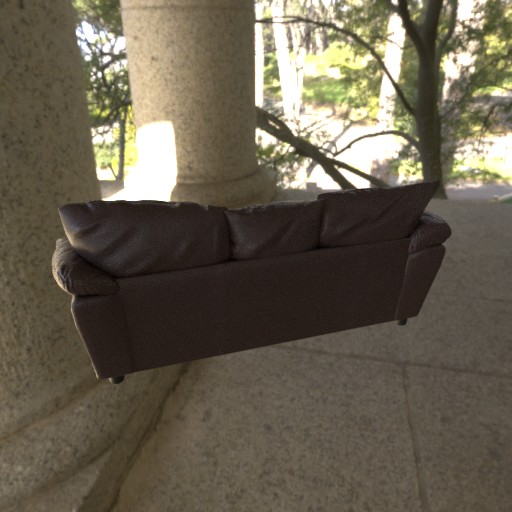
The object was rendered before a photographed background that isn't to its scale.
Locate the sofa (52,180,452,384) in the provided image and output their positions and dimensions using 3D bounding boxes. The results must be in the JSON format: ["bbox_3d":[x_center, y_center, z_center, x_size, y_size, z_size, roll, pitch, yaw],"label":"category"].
[{"bbox_3d":[0.000,0.000,2.864,2.390,1.091,0.907,-8,27,-16],"label":"sofa"}]
